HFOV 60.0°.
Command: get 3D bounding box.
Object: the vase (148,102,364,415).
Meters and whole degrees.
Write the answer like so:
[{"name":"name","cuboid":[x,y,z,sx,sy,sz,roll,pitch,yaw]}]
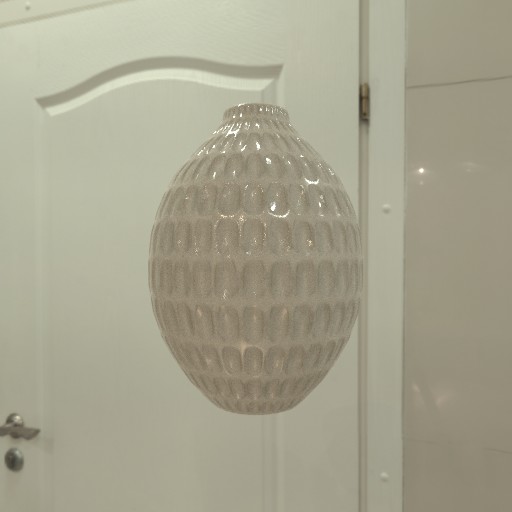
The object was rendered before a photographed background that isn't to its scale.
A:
[{"name":"vase","cuboid":[0.000,0.000,0.343,0.162,0.223,0.162,0,1,0]}]
